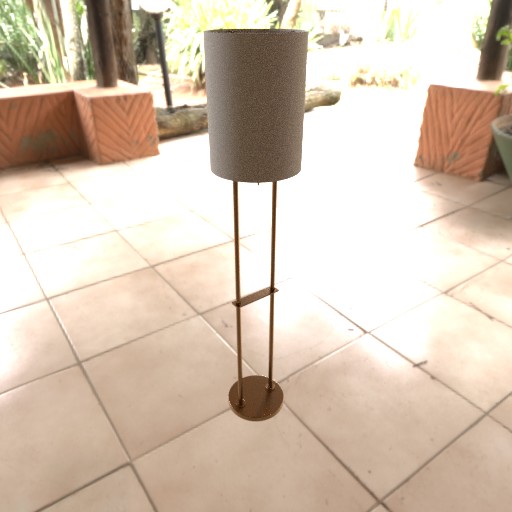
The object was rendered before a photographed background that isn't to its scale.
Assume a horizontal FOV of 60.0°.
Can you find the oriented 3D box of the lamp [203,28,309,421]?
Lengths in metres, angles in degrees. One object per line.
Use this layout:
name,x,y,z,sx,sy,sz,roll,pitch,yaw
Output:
lamp,0.000,0.000,1.653,0.306,1.500,0.305,-20,35,-31
